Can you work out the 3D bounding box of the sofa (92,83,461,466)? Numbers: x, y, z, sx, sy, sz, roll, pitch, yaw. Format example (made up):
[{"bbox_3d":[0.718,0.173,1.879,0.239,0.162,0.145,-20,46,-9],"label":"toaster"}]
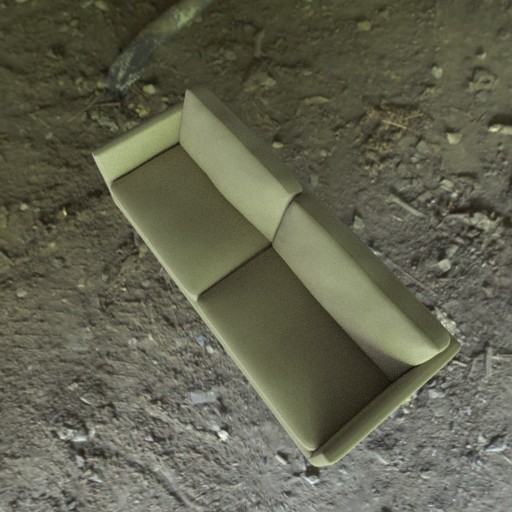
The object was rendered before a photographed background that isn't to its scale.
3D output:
[{"bbox_3d":[0.000,0.000,2.856,0.988,0.912,2.404,-35,69,-16],"label":"sofa"}]
